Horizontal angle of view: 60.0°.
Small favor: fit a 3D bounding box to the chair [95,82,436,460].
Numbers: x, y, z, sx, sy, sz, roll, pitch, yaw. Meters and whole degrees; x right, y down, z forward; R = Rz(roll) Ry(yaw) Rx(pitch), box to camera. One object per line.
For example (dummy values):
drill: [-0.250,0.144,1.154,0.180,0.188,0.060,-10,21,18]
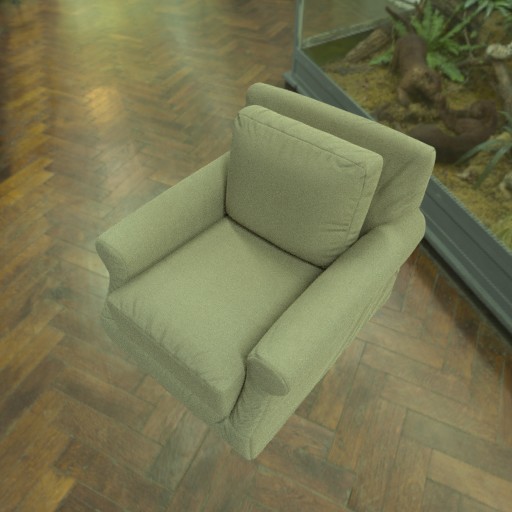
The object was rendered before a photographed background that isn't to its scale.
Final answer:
chair: [0.000,0.000,1.738,0.940,0.866,1.066,31,53,27]
